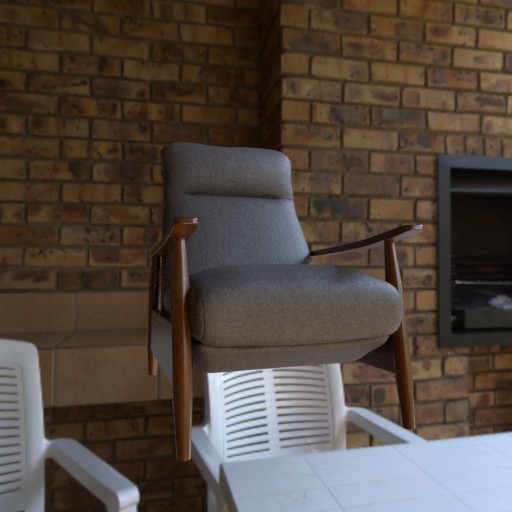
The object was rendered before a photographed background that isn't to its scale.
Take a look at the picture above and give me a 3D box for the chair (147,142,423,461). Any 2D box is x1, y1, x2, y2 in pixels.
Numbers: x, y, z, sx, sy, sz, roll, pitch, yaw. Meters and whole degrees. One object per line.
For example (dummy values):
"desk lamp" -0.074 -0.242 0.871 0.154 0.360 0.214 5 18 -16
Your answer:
"chair" 0.000 0.000 1.720 0.762 1.081 1.014 0 -1 -18
